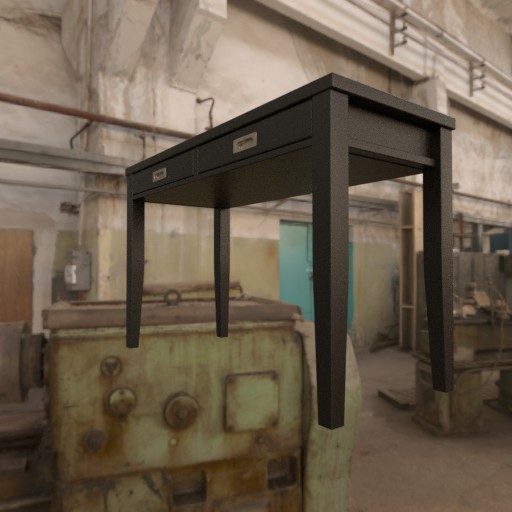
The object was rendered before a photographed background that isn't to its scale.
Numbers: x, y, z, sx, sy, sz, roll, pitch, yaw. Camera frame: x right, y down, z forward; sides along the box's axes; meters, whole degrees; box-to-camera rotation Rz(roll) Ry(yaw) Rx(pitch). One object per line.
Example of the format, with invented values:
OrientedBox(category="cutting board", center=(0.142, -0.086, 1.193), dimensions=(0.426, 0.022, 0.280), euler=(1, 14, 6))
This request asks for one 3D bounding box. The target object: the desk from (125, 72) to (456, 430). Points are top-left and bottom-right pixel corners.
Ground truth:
OrientedBox(category="desk", center=(0.000, 0.000, 1.589), dimensions=(0.508, 0.775, 1.220), euler=(1, -1, -37))
